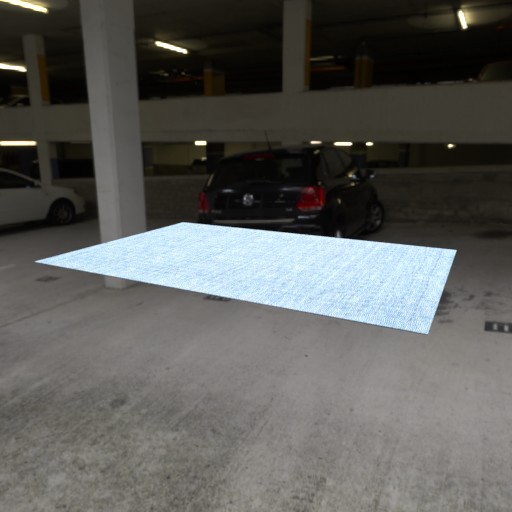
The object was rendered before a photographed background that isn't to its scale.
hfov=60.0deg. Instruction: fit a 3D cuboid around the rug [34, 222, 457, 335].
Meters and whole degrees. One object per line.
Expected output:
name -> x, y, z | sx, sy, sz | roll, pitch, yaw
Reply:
rug -> 0.000, 0.000, 2.874 | 2.286, 0.006, 1.522 | 7, 16, 27
